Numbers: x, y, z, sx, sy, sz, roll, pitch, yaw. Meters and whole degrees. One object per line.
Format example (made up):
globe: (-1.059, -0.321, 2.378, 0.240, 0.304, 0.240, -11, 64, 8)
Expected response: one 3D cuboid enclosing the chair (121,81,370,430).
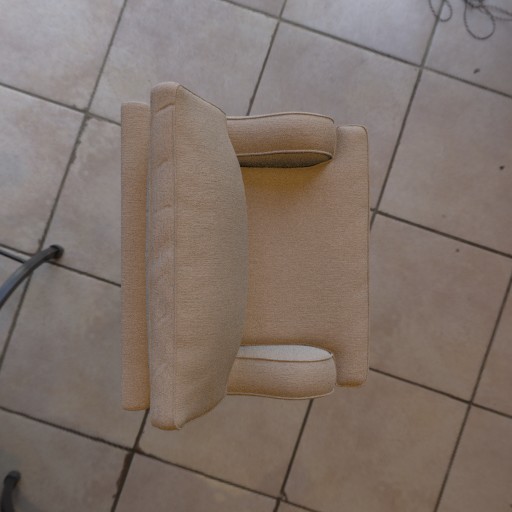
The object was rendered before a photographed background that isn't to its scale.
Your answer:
chair: (0.000, 0.000, 1.990, 1.041, 1.016, 1.220, 0, 90, 0)
